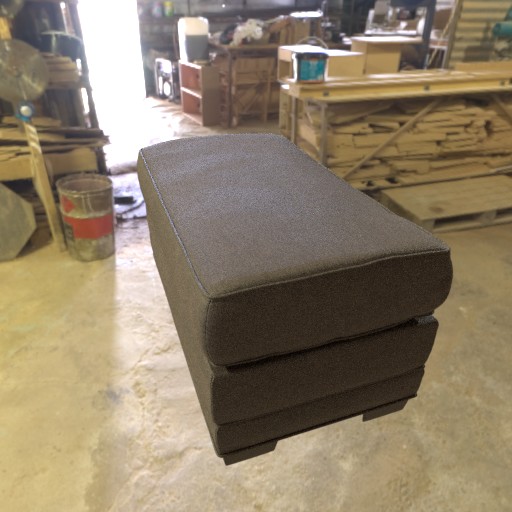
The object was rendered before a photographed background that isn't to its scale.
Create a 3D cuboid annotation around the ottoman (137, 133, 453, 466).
[{"bbox_3d":[0.000,0.000,1.152,0.490,0.448,0.864,-10,32,-17],"label":"ottoman"}]
